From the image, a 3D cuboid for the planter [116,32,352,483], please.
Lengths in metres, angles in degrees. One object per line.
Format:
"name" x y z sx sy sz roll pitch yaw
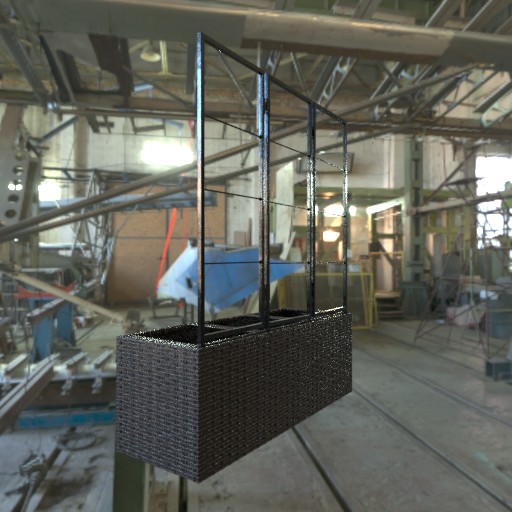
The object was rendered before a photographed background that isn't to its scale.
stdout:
"planter" 0.000 0.000 1.167 0.244 0.841 0.699 0 -1 35
